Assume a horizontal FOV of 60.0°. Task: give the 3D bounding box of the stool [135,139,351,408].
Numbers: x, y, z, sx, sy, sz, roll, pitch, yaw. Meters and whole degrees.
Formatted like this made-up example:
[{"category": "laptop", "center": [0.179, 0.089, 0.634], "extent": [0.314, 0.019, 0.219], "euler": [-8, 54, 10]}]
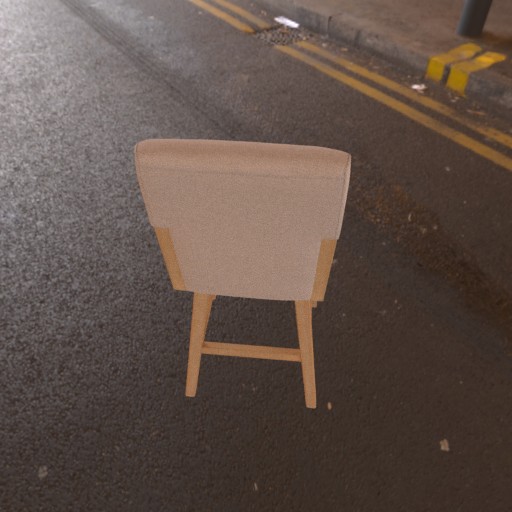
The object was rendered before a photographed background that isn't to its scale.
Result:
[{"category": "stool", "center": [0.000, 0.000, 1.292], "extent": [0.446, 1.015, 0.543], "euler": [4, 45, 4]}]
